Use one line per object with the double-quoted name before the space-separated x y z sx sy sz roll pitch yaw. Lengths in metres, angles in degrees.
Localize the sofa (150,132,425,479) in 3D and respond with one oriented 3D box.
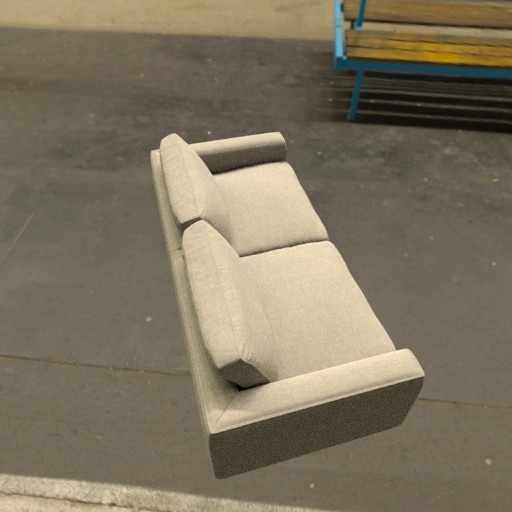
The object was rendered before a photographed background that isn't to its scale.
"sofa" 0.000 0.000 2.800 1.070 0.801 2.262 -11 47 -11
